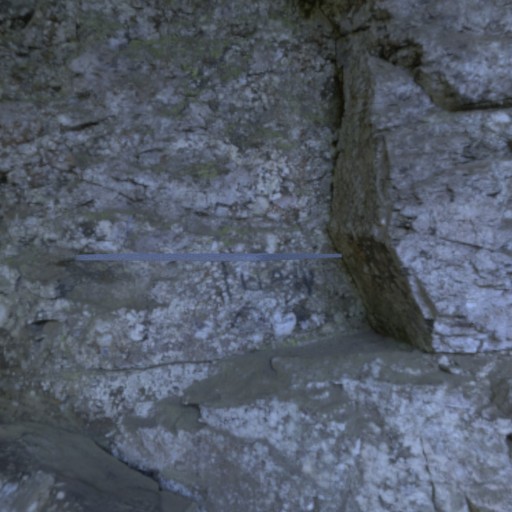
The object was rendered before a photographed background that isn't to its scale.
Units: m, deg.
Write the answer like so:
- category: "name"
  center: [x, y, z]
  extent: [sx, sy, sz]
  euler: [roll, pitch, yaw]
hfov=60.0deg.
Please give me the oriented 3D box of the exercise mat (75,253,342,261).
- category: "exercise mat"
  center: [0.000, 0.000, 2.148]
  extent: [0.616, 0.021, 1.884]
  euler: [0, 0, 18]
